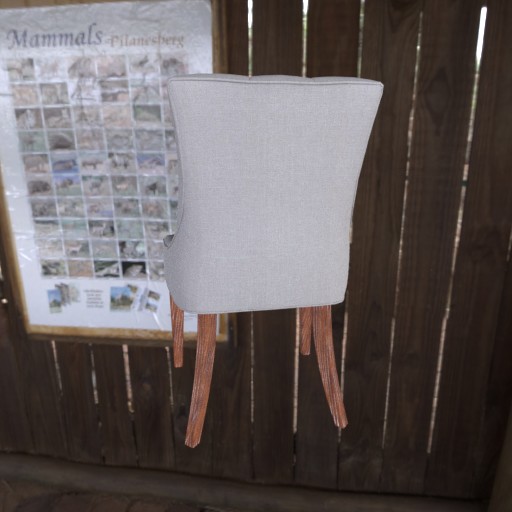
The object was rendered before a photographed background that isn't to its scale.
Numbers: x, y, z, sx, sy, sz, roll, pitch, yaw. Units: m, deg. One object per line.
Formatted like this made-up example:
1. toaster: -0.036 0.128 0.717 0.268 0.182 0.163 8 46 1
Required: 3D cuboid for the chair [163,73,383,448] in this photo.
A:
1. chair: 0.000 0.000 1.222 0.509 0.874 0.565 -3 16 -11
